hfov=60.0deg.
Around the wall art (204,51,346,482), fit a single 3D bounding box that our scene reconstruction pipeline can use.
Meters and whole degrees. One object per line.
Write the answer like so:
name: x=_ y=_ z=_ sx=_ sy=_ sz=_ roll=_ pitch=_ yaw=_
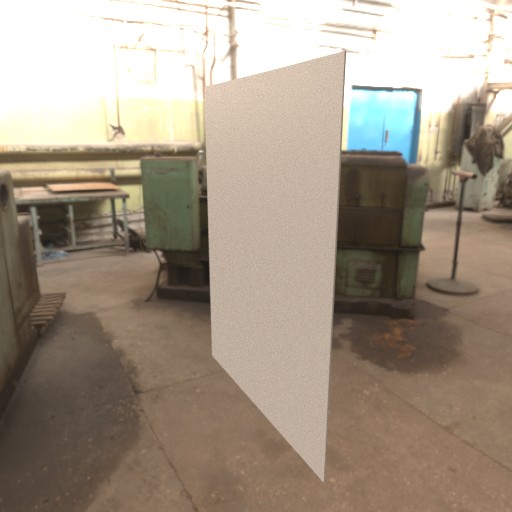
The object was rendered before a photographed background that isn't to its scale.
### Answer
wall art: x=0.000 y=0.000 z=0.796 sx=0.003 sy=0.610 sz=0.457 roll=-8 pitch=17 yaw=-26
